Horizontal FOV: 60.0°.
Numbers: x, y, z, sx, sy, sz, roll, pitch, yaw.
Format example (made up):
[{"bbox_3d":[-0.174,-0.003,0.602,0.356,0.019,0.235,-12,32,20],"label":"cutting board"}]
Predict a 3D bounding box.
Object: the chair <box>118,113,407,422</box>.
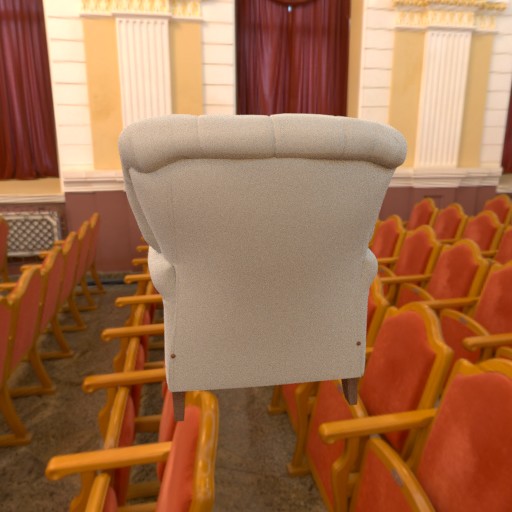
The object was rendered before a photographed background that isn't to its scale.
[{"bbox_3d":[0.000,0.000,2.079,1.090,1.217,1.128,-2,14,-9],"label":"chair"}]
